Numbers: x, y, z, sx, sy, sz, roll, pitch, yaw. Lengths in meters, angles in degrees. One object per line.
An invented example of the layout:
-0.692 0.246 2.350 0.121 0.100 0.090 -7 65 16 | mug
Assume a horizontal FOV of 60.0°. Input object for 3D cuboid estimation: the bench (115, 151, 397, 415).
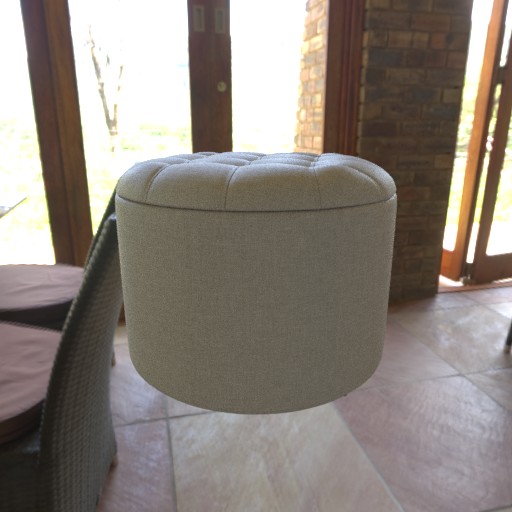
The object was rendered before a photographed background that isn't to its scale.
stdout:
0.000 0.000 1.024 0.600 0.453 0.600 0 16 0 | bench
